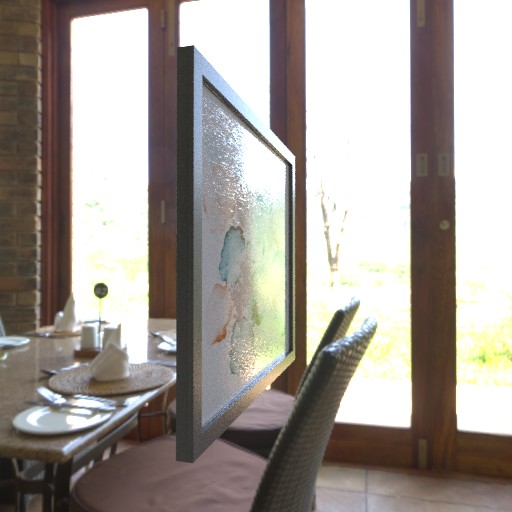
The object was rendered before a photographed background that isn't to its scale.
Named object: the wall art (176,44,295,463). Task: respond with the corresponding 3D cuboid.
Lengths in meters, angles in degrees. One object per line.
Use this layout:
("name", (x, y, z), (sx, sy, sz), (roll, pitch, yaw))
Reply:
("wall art", (0.000, 0.000, 0.909), (0.026, 0.558, 0.660), (0, -1, 17))
